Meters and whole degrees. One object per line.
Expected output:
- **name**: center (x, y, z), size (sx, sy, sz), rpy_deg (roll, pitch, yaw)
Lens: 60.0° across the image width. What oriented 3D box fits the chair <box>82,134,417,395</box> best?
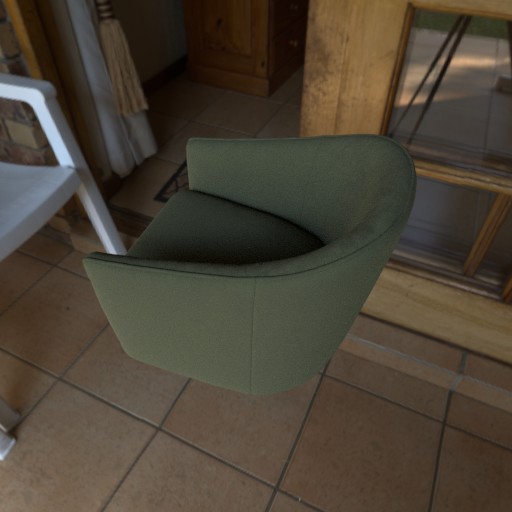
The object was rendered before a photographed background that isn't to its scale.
- **chair**: center (0.000, 0.000, 1.510), size (0.875, 0.799, 0.747), rpy_deg (14, 47, 14)
